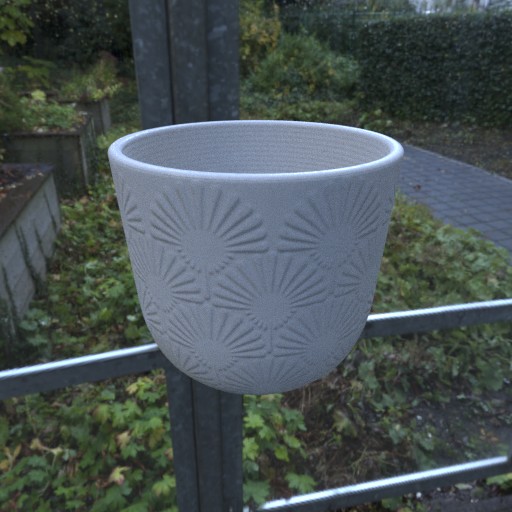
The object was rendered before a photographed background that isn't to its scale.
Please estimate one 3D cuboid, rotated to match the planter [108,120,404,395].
[{"bbox_3d":[0.000,0.000,0.295,0.170,0.152,0.170,0,25,0],"label":"planter"}]
